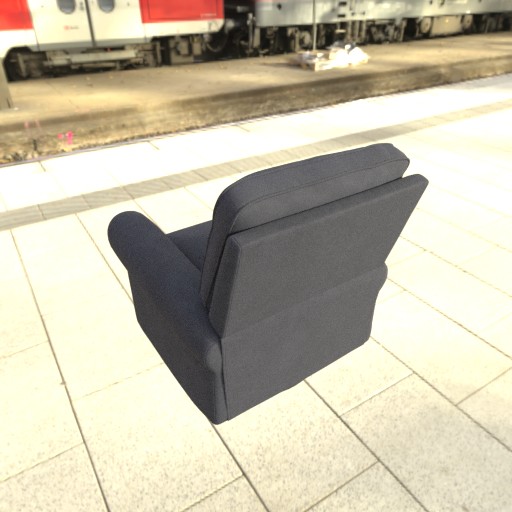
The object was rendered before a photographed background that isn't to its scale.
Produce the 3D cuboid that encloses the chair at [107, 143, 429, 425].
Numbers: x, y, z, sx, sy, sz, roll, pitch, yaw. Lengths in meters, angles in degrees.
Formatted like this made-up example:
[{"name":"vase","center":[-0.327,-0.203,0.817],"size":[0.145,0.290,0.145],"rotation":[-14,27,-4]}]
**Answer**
[{"name":"chair","center":[0.000,0.000,1.710],"size":[0.890,0.961,0.878],"rotation":[-20,38,-29]}]
